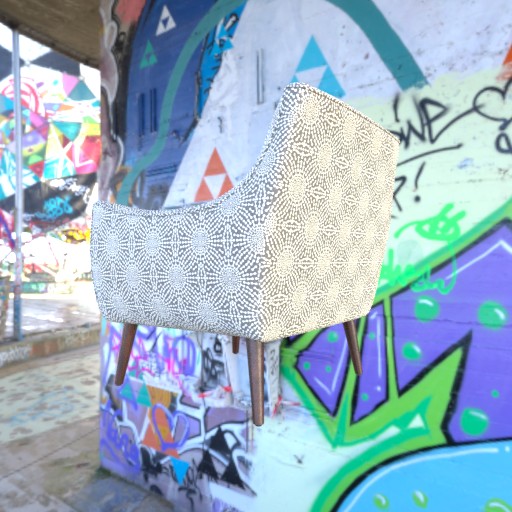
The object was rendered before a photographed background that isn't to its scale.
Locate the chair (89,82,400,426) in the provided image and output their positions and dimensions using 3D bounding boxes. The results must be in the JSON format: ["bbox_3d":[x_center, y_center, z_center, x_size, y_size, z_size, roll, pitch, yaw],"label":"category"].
[{"bbox_3d":[0.000,0.000,1.470,0.787,0.838,0.762,0,0,37],"label":"chair"}]
